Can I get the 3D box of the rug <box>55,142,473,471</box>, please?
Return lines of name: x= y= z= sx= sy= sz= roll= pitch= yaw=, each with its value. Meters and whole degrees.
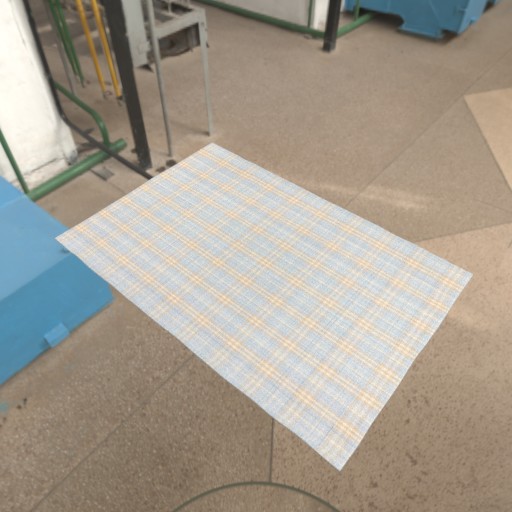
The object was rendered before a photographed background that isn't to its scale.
rug: x=0.000 y=0.000 z=2.314 sx=1.835 sy=0.012 sz=1.231 roll=32 pitch=55 yaw=26
